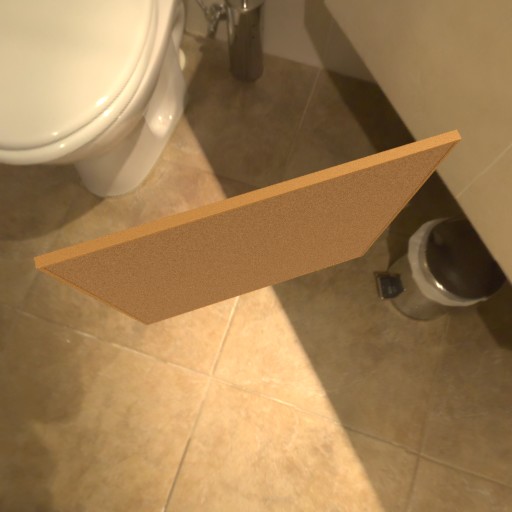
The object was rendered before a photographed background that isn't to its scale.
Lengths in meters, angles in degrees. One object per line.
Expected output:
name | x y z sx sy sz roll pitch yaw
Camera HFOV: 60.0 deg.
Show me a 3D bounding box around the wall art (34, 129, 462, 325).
wall art | 0.000 0.000 0.673 0.457 0.455 0.013 -18 75 -5
